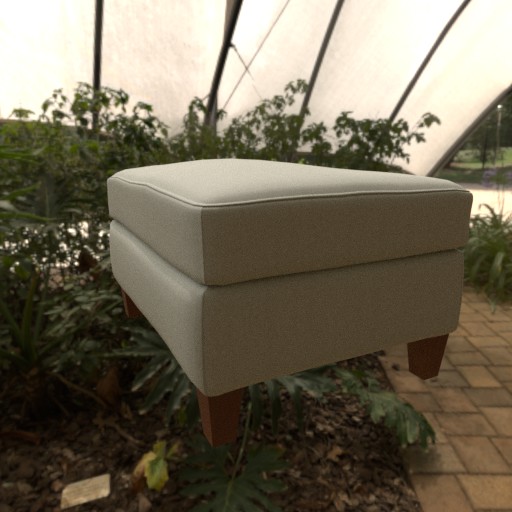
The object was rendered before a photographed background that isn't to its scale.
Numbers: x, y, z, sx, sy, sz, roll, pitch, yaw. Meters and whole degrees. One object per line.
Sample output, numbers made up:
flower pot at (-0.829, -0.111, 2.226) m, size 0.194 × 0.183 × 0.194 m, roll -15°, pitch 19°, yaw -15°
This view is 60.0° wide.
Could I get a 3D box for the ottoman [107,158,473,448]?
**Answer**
ottoman at (0.000, 0.000, 1.169) m, size 0.634 × 0.496 × 0.818 m, roll -7°, pitch 15°, yaw -27°
